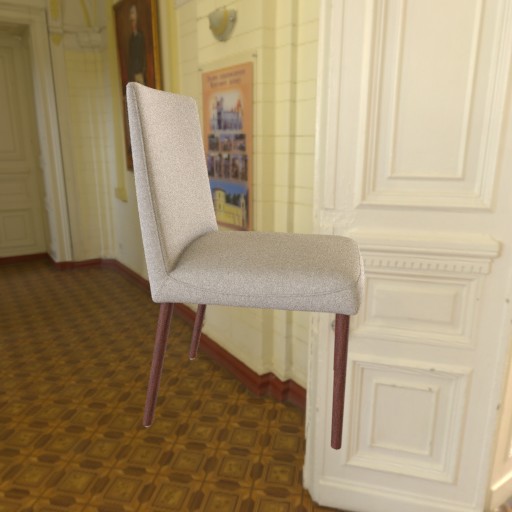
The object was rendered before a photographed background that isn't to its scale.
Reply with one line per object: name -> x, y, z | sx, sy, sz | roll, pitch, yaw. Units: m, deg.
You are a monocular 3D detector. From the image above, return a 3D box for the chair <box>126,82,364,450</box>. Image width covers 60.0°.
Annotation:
chair -> 0.000, 0.000, 1.201 | 0.570, 0.859, 0.456 | 3, 15, 10
